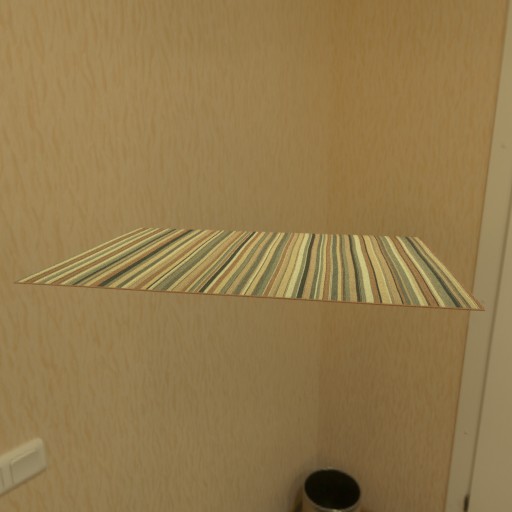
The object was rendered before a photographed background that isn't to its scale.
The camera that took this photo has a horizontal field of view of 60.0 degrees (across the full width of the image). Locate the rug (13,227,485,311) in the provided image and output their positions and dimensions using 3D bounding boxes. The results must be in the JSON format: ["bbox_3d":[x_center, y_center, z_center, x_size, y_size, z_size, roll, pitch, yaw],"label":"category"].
[{"bbox_3d":[0.000,0.000,2.264,1.829,0.008,1.219,2,15,10],"label":"rug"}]
